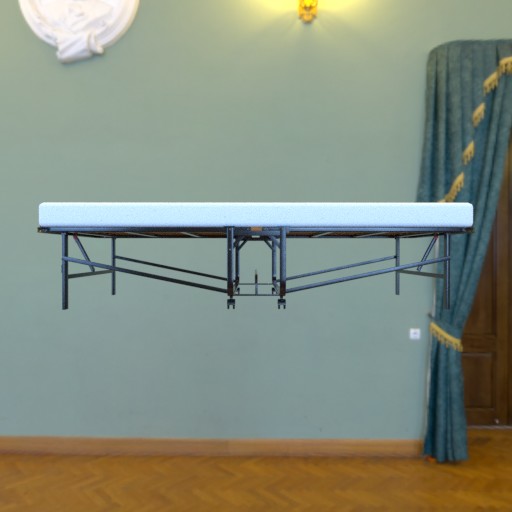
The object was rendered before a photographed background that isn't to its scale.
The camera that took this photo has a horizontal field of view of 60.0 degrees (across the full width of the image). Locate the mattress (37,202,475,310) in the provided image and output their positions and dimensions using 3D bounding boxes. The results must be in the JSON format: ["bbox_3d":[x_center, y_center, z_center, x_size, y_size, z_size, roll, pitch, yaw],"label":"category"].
[{"bbox_3d":[0.000,0.000,2.555,2.153,0.519,0.922,0,0,0],"label":"mattress"}]
